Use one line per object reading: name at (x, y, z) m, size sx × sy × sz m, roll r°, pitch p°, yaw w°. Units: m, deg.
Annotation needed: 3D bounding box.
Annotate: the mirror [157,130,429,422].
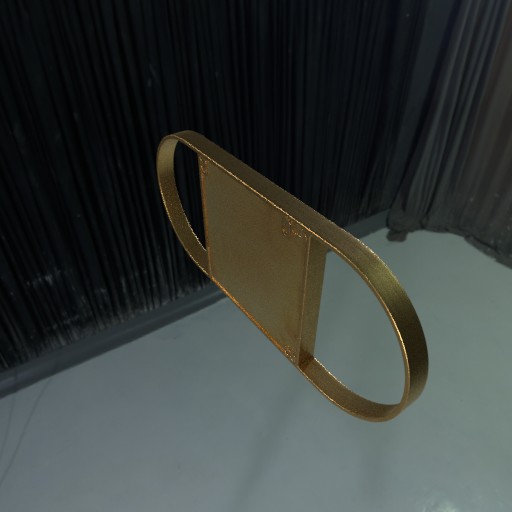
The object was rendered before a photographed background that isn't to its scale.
mirror at (0.000, 0.000, 0.660) m, size 0.032 × 0.254 × 0.584 m, roll -25°, pitch 46°, yaw -27°
